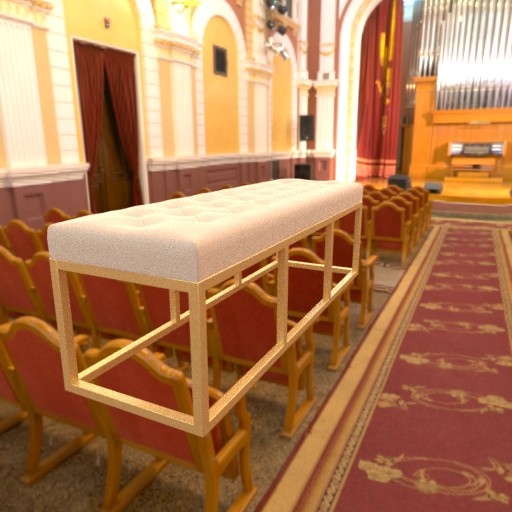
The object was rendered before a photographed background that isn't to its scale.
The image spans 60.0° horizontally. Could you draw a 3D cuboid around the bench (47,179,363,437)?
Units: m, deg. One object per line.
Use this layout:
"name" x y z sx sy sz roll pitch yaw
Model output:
"bench" 0.000 0.000 1.709 0.457 0.484 1.473 7 16 26
